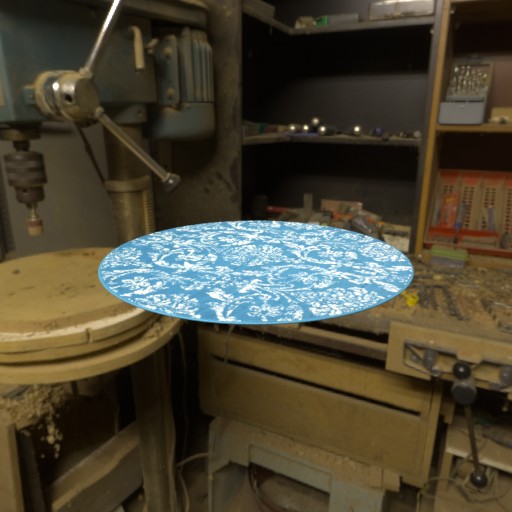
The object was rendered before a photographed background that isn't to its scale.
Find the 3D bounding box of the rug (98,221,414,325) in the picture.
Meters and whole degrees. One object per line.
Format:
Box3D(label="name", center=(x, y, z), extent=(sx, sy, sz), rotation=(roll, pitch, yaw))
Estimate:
Box3D(label="rug", center=(0.000, 0.000, 2.361), extent=(1.593, 0.012, 1.593), rotation=(0, 18, 0))
